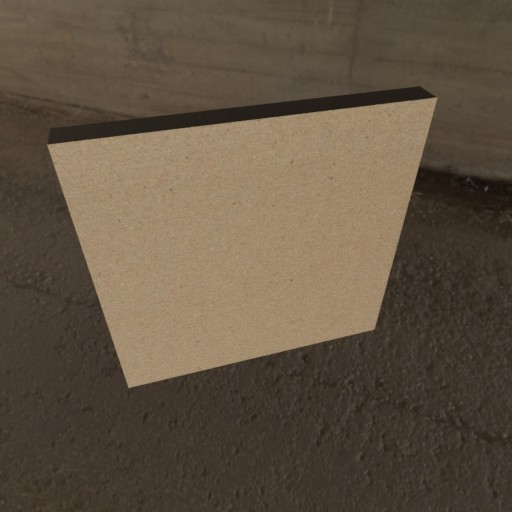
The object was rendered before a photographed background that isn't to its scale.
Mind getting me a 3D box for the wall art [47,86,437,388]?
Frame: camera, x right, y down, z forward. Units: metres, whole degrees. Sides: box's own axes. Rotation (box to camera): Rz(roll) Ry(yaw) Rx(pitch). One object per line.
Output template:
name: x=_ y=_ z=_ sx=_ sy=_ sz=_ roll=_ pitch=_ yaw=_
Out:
wall art: x=0.000 y=0.000 z=0.474 sx=0.327 sy=0.318 sz=0.029 roll=-11 pitch=42 yaw=-12
